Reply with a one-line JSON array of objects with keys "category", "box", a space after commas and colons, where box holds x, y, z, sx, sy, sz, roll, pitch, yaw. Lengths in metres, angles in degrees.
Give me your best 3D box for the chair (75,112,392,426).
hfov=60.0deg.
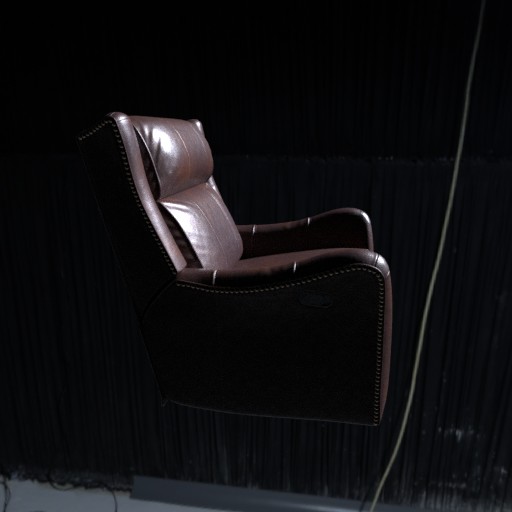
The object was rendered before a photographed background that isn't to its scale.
[{"category": "chair", "box": [0.000, 0.000, 1.797, 1.008, 1.084, 0.869, 3, 16, 9]}]
